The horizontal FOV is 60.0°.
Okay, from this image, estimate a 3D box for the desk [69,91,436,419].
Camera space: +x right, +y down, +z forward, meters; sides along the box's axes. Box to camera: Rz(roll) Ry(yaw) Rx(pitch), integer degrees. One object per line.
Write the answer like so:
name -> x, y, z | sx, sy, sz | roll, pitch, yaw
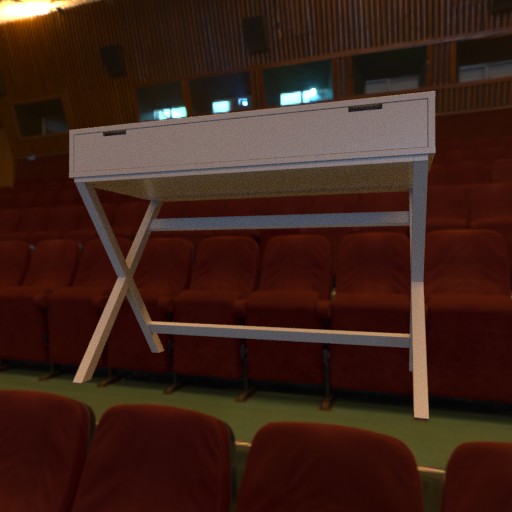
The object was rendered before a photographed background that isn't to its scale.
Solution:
desk -> 0.000, 0.000, 1.453 | 1.059, 0.780, 0.509 | 0, 0, 18
